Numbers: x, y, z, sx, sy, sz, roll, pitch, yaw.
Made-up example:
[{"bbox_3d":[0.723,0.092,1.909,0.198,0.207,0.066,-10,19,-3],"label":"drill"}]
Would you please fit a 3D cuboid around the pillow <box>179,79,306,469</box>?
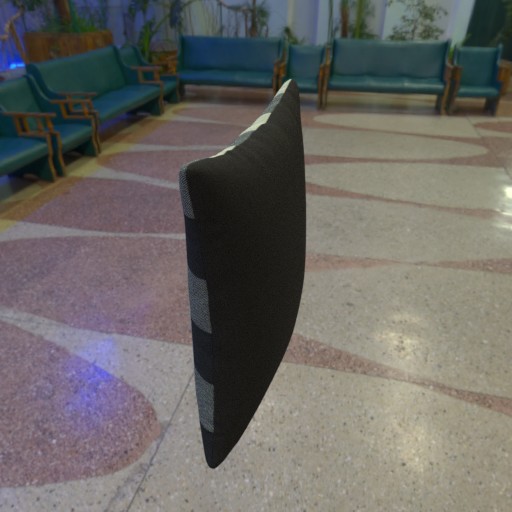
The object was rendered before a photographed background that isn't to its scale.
[{"bbox_3d":[0.000,0.000,0.786,0.161,0.509,0.511,9,33,14],"label":"pillow"}]
